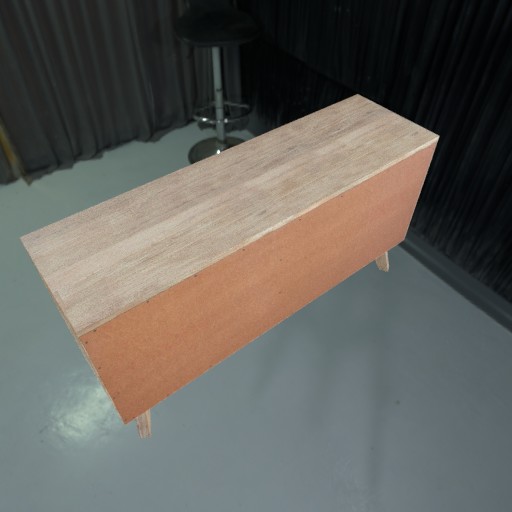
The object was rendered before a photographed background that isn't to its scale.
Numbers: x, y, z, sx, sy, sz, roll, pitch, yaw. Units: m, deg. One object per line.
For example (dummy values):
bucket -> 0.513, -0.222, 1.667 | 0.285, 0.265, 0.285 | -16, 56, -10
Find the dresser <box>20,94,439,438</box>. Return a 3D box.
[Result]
dresser -> 0.000, 0.000, 1.907 | 1.554, 0.805, 0.455 | -30, 53, -25
